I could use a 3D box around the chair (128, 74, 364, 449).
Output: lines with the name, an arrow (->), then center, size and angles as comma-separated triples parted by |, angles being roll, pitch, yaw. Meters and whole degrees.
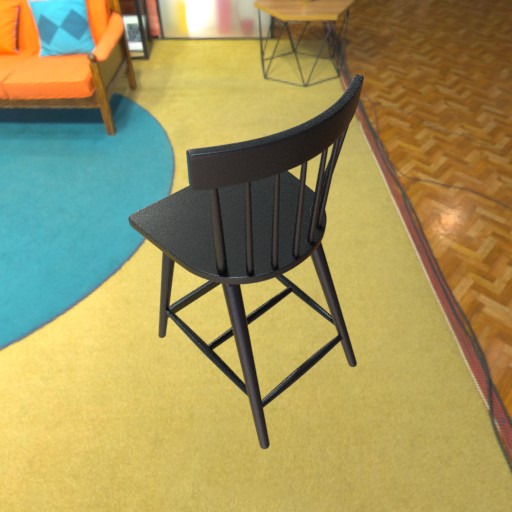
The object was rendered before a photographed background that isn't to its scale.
chair -> 0.000, 0.000, 1.250 | 0.483, 0.952, 0.572 | -33, 54, -28
